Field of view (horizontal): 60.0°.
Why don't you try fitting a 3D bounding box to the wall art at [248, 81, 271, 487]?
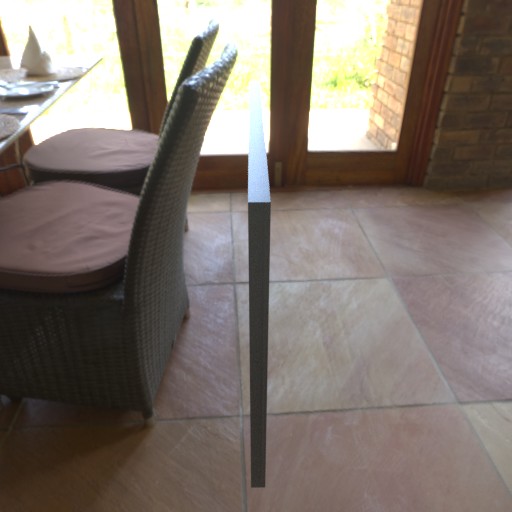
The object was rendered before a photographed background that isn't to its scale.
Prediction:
[{"bbox_3d":[0.000,0.000,0.918,0.026,0.558,0.660,0,32,-1],"label":"wall art"}]
